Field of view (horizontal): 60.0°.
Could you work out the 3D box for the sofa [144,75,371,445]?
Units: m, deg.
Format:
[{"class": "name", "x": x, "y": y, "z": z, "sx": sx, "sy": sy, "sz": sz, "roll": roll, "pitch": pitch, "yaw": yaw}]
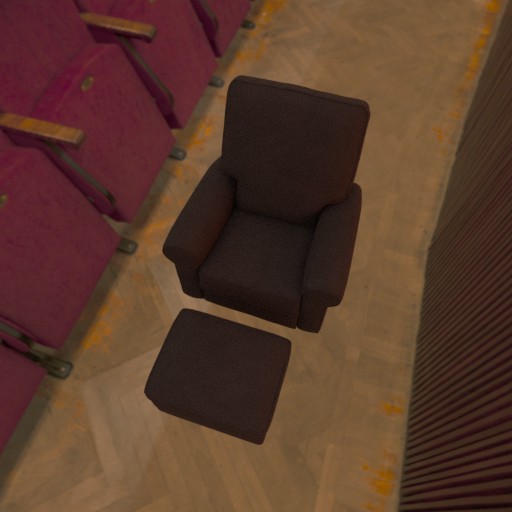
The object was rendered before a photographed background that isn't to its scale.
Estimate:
[{"class": "sofa", "x": 0.000, "y": 0.000, "z": 2.093, "sx": 0.880, "sy": 0.959, "sz": 1.478, "roll": 15, "pitch": 60, "yaw": 9}]
